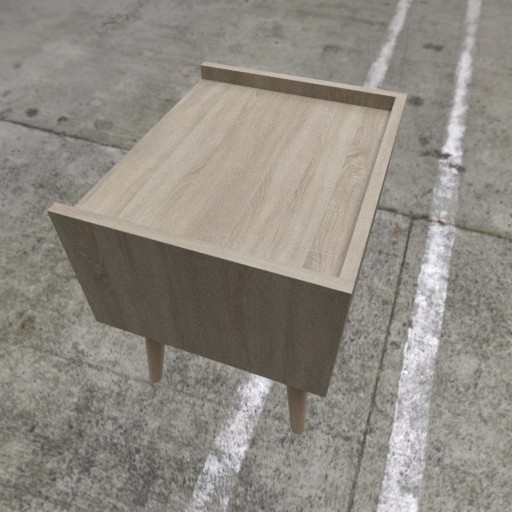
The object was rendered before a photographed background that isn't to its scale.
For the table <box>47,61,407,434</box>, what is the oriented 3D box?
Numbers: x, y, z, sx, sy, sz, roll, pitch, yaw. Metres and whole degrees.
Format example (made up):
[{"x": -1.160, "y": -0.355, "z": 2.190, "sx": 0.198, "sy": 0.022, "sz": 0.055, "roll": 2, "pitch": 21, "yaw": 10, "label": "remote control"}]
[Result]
[{"x": 0.000, "y": 0.000, "z": 0.804, "sx": 0.370, "sy": 0.470, "sz": 0.450, "roll": 15, "pitch": 48, "yaw": 14, "label": "table"}]
